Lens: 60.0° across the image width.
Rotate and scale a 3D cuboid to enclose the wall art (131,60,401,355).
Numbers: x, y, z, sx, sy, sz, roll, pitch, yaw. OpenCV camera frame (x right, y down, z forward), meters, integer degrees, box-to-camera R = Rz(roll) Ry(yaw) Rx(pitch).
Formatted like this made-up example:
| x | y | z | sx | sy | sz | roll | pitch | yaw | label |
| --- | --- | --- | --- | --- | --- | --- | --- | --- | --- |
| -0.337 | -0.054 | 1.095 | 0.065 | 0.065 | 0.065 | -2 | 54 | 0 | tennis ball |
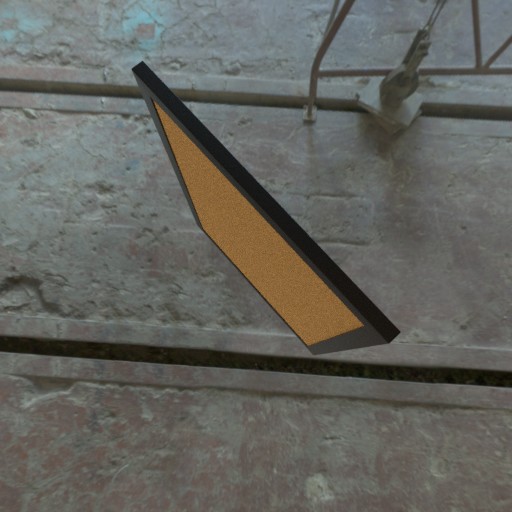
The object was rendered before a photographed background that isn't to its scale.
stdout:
| x | y | z | sx | sy | sz | roll | pitch | yaw | label |
| --- | --- | --- | --- | --- | --- | --- | --- | --- | --- |
| 0.000 | 0.000 | 0.847 | 0.019 | 0.656 | 0.462 | -41 | 80 | -9 | wall art |
